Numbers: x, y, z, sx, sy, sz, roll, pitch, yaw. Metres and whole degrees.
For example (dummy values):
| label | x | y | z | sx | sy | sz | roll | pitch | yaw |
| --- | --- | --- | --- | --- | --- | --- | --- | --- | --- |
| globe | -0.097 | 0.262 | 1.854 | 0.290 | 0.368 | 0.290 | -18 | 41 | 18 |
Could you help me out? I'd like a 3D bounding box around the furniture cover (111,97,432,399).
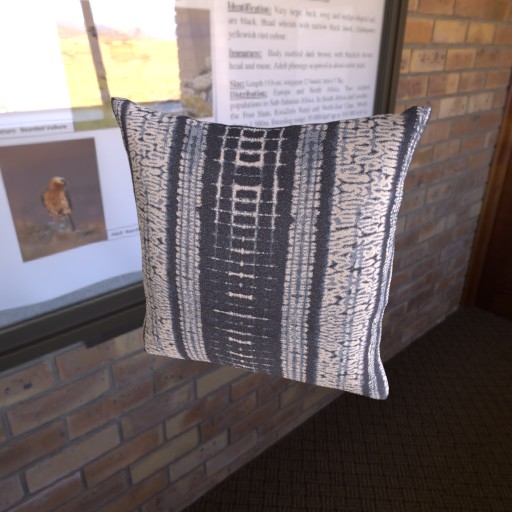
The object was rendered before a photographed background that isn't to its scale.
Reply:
| label | x | y | z | sx | sy | sz | roll | pitch | yaw |
| --- | --- | --- | --- | --- | --- | --- | --- | --- | --- |
| furniture cover | 0.000 | 0.000 | 0.654 | 0.425 | 0.435 | 0.133 | 7 | 26 | 16 |
